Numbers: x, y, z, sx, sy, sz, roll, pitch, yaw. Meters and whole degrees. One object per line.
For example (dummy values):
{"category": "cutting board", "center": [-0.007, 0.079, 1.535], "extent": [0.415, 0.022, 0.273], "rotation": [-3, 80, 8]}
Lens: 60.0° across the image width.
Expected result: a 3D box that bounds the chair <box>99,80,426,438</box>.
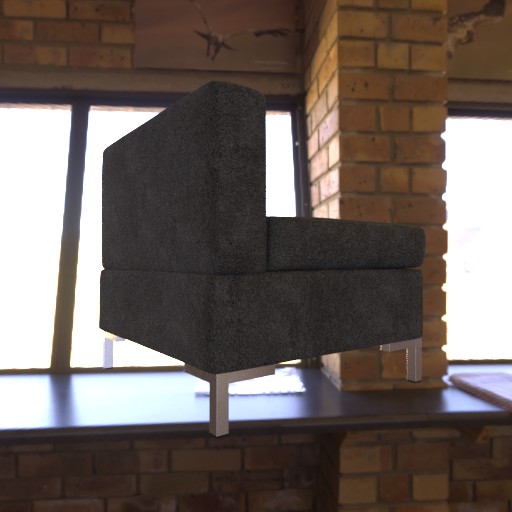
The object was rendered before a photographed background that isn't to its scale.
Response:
{"category": "chair", "center": [0.000, 0.000, 1.240], "extent": [0.680, 0.660, 0.680], "rotation": [0, -1, -36]}
